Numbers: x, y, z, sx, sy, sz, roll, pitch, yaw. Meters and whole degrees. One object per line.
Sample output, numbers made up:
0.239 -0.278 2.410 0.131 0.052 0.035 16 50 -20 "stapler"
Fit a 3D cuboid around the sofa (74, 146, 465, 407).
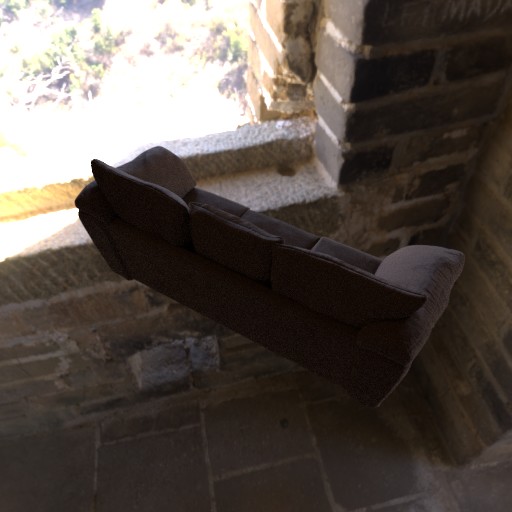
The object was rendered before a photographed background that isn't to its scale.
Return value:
0.000 0.000 2.899 2.336 1.015 0.878 24 51 21 "sofa"
